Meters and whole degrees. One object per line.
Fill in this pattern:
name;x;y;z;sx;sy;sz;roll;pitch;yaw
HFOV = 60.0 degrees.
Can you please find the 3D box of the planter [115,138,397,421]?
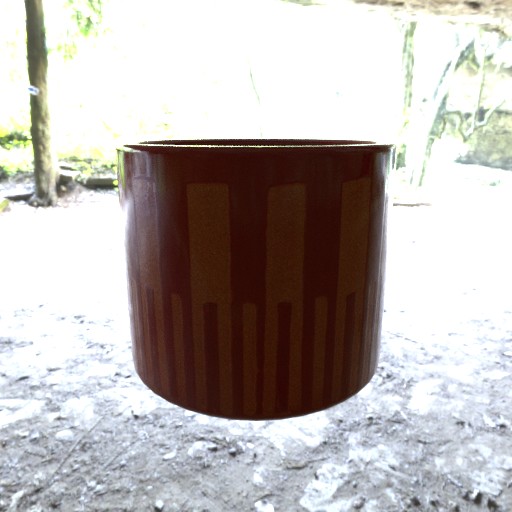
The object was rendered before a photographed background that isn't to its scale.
planter;0.000;0.000;0.403;0.230;0.202;0.230;0;16;0
